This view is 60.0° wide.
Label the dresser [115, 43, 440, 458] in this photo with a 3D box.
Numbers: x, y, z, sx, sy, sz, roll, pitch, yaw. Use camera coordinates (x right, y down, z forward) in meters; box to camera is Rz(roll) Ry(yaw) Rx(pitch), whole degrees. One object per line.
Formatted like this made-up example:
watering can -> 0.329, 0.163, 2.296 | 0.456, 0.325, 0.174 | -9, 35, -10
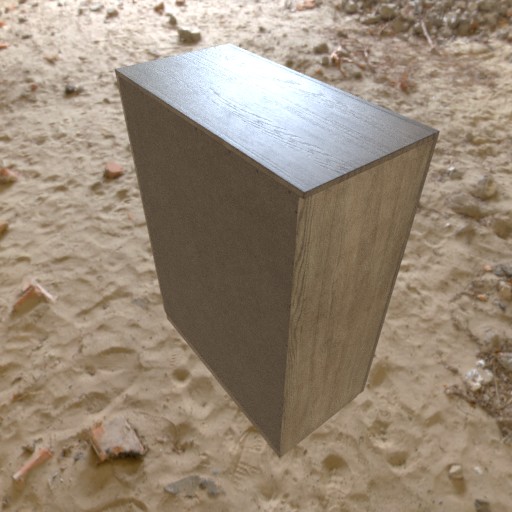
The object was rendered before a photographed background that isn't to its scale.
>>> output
dresser -> 0.000, 0.000, 1.772 | 0.483, 1.295, 0.967 | -27, 48, -27
